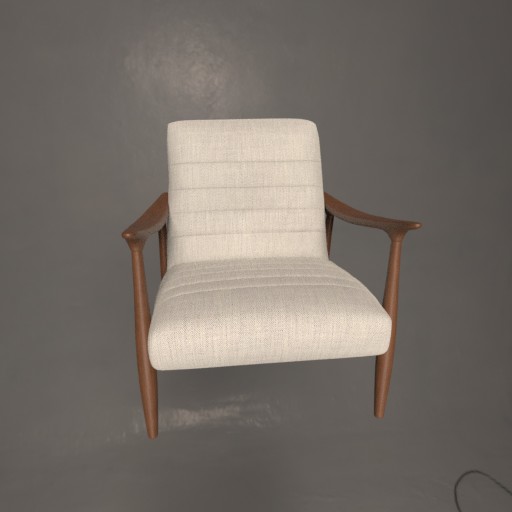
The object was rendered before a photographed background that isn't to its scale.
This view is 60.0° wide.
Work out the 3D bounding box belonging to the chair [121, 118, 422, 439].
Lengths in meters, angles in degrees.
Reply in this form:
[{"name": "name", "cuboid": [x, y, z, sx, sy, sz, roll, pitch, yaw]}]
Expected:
[{"name": "chair", "cuboid": [0.000, 0.000, 1.423, 0.741, 0.832, 0.798, -2, 18, -7]}]
